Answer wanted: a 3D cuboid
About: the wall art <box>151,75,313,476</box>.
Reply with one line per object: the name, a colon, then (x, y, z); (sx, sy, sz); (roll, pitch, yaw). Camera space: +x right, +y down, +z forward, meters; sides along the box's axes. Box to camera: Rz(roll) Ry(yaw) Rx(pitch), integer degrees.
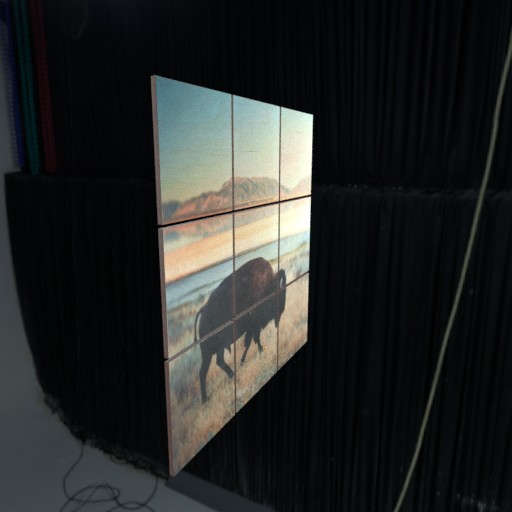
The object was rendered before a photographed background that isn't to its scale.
wall art: (0.000, 0.000, 1.364); (0.018, 0.904, 0.906); (6, 14, 26)
